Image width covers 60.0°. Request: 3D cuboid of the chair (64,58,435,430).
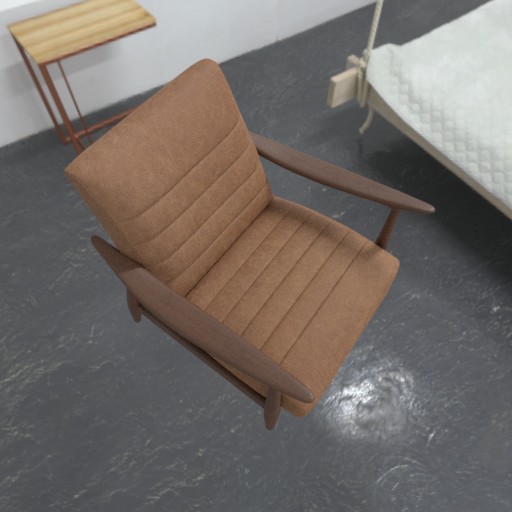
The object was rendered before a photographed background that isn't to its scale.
[{"bbox_3d":[0.000,0.000,1.419,0.798,0.832,0.741,31,63,18],"label":"chair"}]
